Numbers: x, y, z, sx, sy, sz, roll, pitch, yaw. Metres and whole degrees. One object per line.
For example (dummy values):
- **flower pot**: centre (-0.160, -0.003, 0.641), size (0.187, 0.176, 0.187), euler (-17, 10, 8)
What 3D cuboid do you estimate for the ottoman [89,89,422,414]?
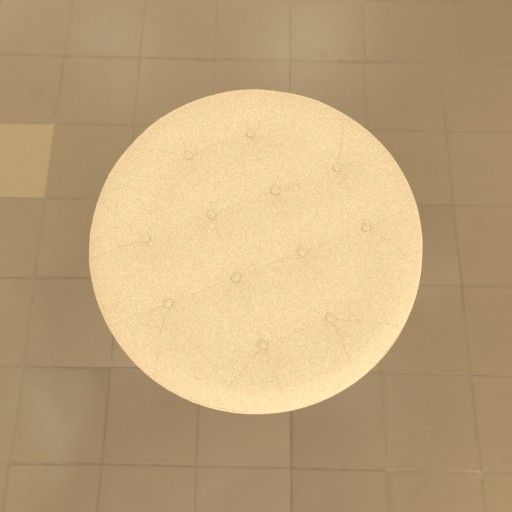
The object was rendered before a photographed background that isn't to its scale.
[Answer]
- **ottoman**: centre (0.000, 0.000, 1.301), size (0.848, 0.494, 0.848), euler (0, 76, 0)
